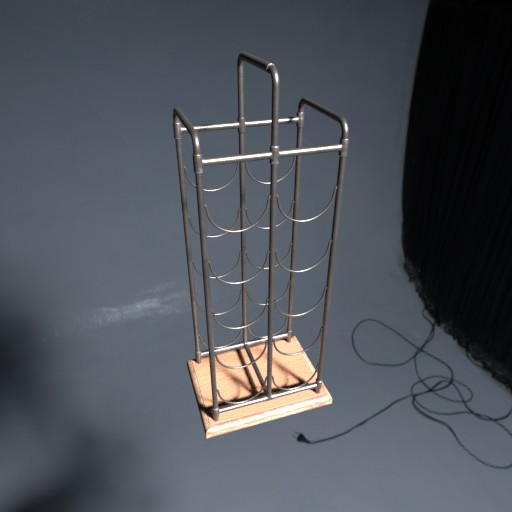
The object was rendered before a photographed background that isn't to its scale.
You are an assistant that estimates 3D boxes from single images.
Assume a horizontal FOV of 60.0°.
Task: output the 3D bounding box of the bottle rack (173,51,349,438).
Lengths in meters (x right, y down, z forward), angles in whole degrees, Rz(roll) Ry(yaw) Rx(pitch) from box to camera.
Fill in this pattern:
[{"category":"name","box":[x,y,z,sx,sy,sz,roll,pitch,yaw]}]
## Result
[{"category":"bottle rack","box":[0.000,0.000,0.823,0.276,0.680,0.208,-10,33,-15]}]
